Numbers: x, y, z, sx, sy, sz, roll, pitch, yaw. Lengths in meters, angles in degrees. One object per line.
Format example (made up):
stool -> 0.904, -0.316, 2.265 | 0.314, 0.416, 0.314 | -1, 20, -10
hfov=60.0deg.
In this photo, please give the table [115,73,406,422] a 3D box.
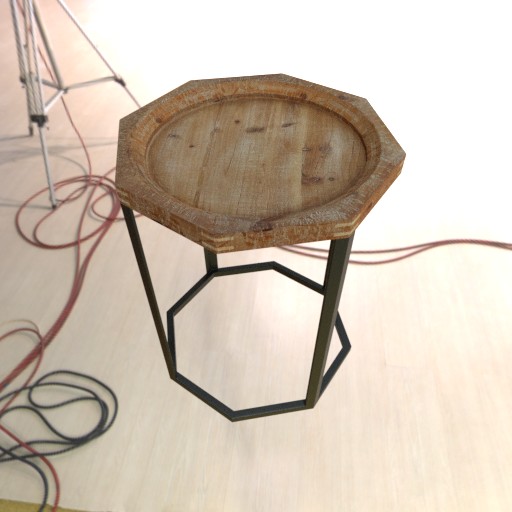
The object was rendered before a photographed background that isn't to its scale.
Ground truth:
table -> 0.000, 0.000, 0.888 | 0.458, 0.543, 0.458 | -25, 51, -22
